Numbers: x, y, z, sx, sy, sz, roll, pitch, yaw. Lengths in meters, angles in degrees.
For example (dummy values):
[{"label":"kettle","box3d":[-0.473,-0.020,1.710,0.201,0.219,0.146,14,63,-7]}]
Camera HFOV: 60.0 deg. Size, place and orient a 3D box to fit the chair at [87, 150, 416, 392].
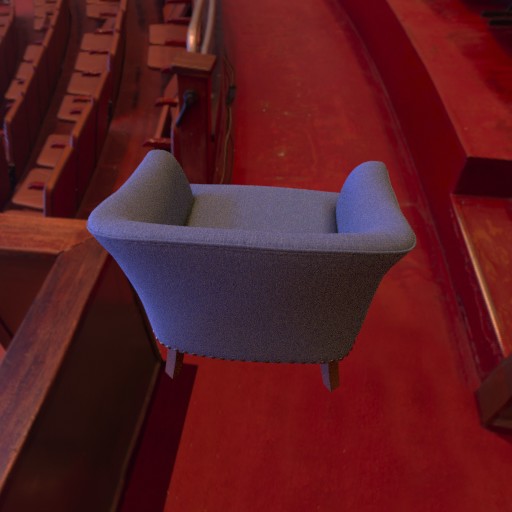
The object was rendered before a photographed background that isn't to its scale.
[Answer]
[{"label":"chair","box3d":[0.000,0.000,1.402,0.798,0.815,0.704,4,47,4]}]
